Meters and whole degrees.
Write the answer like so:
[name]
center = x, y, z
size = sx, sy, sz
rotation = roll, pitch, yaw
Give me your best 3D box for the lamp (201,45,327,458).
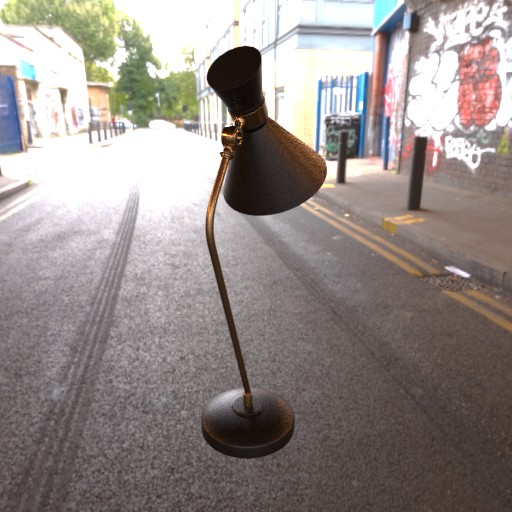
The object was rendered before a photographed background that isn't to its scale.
[lamp]
center = 0.000, 0.000, 0.763
size = 0.189, 0.647, 0.292
rotation = 9, 19, 26
